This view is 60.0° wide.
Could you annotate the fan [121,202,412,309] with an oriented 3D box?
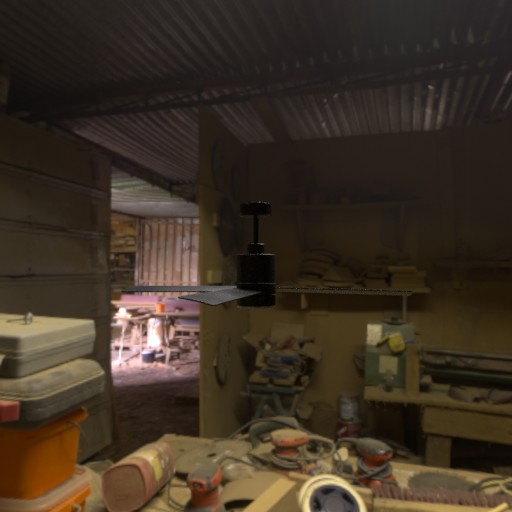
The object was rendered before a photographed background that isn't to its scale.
[{"bbox_3d":[0.000,0.000,2.299,1.525,0.534,1.525,0,-2,17],"label":"fan"}]
